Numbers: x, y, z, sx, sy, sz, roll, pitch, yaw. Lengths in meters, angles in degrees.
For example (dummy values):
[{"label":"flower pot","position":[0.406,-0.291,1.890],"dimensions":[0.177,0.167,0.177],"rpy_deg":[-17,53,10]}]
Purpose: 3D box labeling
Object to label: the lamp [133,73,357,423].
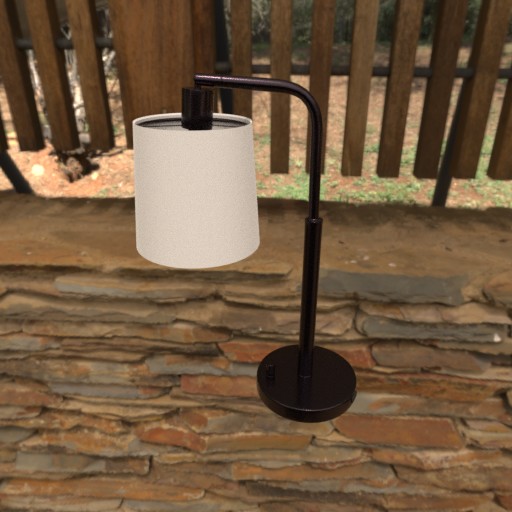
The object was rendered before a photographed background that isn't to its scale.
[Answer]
[{"label":"lamp","position":[0.000,0.000,0.639],"dimensions":[0.333,0.489,0.171],"rpy_deg":[-1,25,-2]}]
